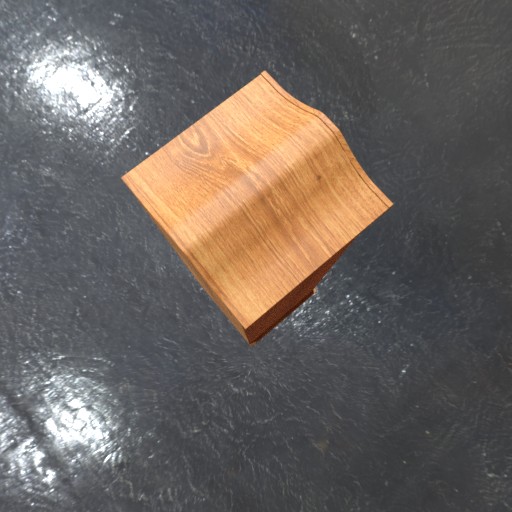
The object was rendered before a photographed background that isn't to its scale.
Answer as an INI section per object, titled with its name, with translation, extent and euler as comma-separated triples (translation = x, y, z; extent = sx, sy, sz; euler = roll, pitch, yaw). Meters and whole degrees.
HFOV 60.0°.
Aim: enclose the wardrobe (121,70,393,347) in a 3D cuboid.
[wardrobe]
translation = 0.000, 0.000, 2.155
extent = 0.570, 1.870, 0.590
euler = -39, 80, -8
